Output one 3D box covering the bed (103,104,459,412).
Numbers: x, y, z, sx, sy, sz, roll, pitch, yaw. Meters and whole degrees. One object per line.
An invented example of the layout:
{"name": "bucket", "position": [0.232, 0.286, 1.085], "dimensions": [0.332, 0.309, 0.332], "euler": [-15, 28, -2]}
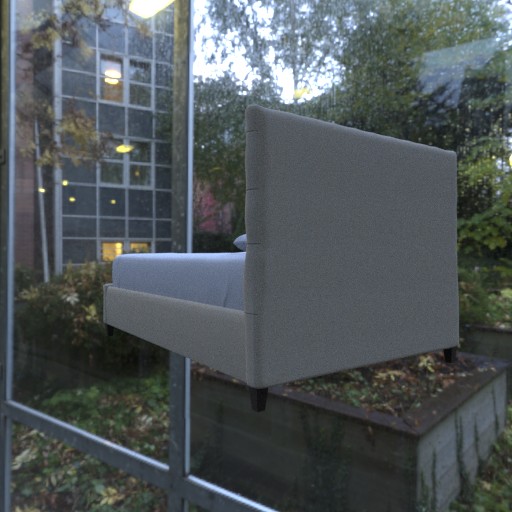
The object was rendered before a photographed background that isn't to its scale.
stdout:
{"name": "bed", "position": [0.000, 0.000, 3.463], "dimensions": [1.698, 1.427, 2.387], "euler": [0, 0, -35]}
